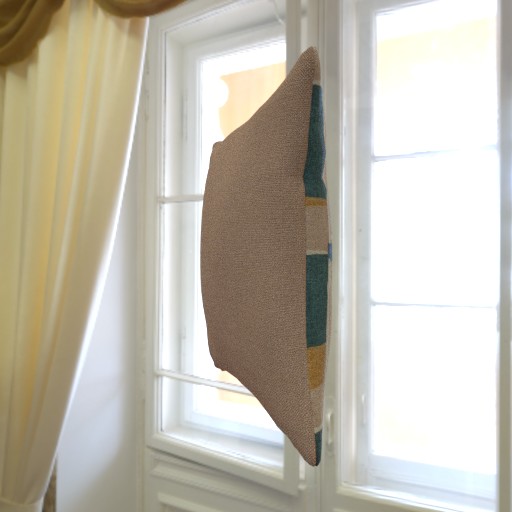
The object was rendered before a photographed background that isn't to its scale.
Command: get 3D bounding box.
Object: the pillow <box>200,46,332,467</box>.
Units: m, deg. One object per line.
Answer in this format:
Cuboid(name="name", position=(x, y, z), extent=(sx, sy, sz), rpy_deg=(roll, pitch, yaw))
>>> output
Cuboid(name="pillow", position=(0.000, 0.000, 0.728), extent=(0.158, 0.479, 0.478), rpy_deg=(0, 0, -19))
